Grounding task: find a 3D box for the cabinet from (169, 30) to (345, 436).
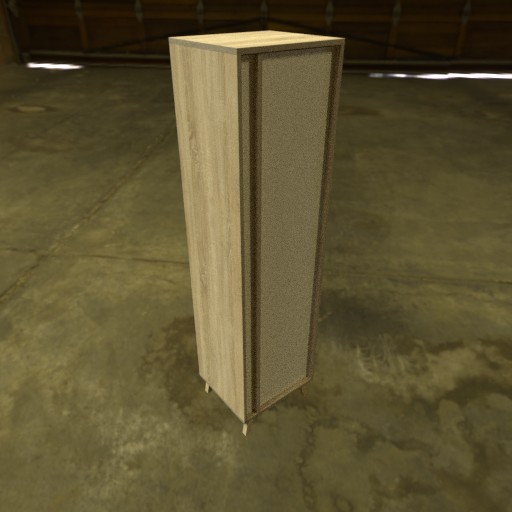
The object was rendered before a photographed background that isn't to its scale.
[{"bbox_3d":[0.000,0.000,2.212,0.510,1.960,0.450,-22,38,-32],"label":"cabinet"}]
